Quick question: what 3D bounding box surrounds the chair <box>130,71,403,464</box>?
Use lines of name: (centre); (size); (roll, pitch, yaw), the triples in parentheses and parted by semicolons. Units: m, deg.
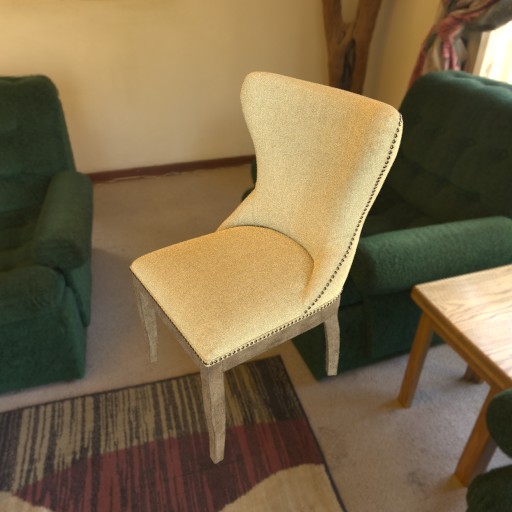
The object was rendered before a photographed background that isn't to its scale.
chair: (0.000, 0.000, 1.441); (0.681, 1.002, 0.654); (-20, 38, -28)
